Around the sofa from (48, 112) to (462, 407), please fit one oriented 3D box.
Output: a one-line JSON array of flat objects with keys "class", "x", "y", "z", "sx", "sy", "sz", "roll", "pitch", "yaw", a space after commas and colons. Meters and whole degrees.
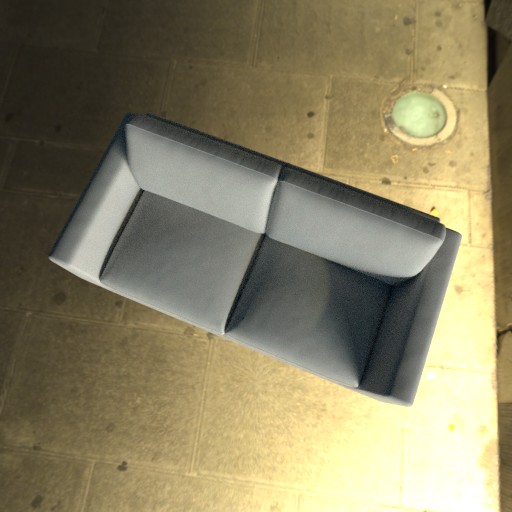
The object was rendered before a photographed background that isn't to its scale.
[{"class": "sofa", "x": 0.000, "y": 0.000, "z": 2.500, "sx": 2.017, "sy": 0.875, "sz": 0.953, "roll": 21, "pitch": 75, "yaw": 6}]
